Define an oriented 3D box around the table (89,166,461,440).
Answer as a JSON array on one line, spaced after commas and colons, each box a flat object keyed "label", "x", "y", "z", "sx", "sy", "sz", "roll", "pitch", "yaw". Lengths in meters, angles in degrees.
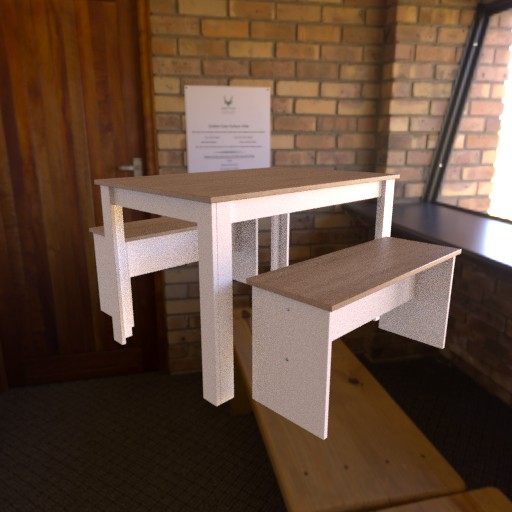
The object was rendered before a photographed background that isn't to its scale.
[{"label": "table", "x": 0.000, "y": 0.000, "z": 1.980, "sx": 1.100, "sy": 0.700, "sz": 1.443, "roll": -15, "pitch": 21, "yaw": -43}]
